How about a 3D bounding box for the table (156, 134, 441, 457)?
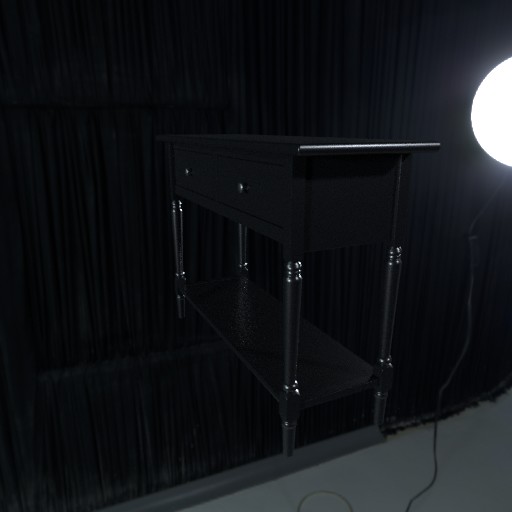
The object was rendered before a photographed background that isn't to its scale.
[{"bbox_3d":[0.000,0.000,1.580,0.386,0.819,1.191,-8,18,-25],"label":"table"}]
